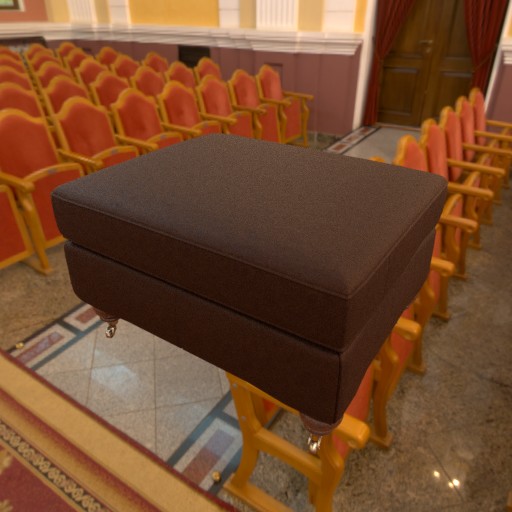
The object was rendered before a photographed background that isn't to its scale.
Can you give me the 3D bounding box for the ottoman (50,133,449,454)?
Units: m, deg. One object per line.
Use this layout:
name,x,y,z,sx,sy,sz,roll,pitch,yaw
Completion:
ottoman,0.000,0.000,1.805,1.187,0.730,0.967,19,35,29
